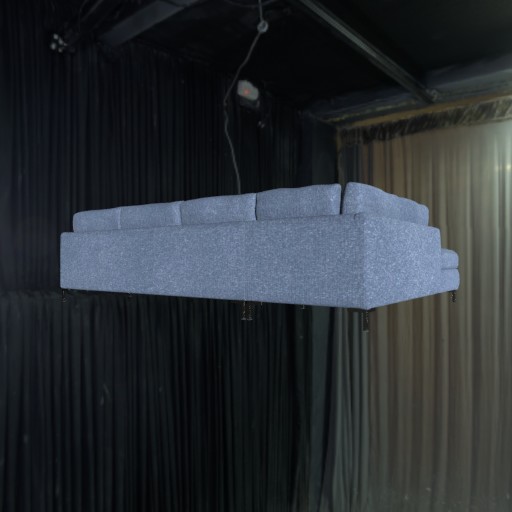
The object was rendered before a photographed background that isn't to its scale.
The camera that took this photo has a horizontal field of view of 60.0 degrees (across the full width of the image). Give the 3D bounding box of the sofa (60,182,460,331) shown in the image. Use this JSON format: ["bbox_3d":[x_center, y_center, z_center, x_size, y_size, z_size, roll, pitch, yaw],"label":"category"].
[{"bbox_3d":[0.000,0.000,3.920,2.949,0.815,2.007,0,-1,36],"label":"sofa"}]
